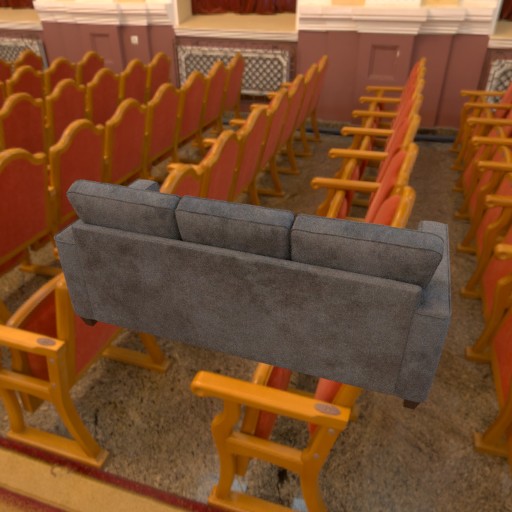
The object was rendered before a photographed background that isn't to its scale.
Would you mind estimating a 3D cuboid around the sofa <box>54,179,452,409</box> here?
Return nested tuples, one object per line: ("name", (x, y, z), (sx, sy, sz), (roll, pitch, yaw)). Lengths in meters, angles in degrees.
("sofa", (0.000, 0.000, 2.660), (2.133, 0.965, 0.939), (10, 34, 16))
